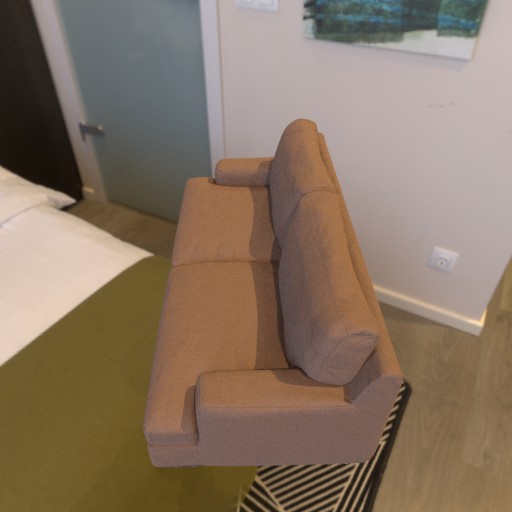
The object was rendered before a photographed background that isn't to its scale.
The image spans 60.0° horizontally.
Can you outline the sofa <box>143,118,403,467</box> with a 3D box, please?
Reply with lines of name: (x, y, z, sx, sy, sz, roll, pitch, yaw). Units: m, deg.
sofa: (0.000, 0.000, 2.796, 1.140, 0.950, 2.274, -1, 40, -1)
